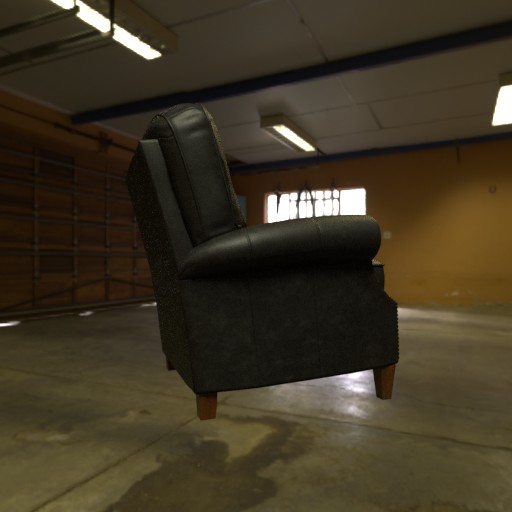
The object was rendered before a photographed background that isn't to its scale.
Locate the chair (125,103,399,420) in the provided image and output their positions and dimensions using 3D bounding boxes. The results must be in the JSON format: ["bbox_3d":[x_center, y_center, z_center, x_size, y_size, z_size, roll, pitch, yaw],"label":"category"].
[{"bbox_3d":[0.000,0.000,1.798,0.986,1.018,0.936,0,0,-20],"label":"chair"}]
